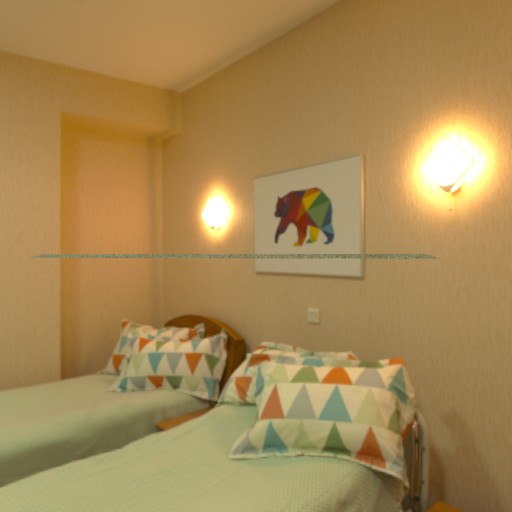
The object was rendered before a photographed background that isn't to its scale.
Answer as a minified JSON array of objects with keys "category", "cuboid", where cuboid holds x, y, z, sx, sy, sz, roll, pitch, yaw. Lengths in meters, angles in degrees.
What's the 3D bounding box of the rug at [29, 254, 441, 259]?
[{"category":"rug","cuboid":[0.000,0.000,4.007,2.933,0.027,2.332,0,0,18]}]
